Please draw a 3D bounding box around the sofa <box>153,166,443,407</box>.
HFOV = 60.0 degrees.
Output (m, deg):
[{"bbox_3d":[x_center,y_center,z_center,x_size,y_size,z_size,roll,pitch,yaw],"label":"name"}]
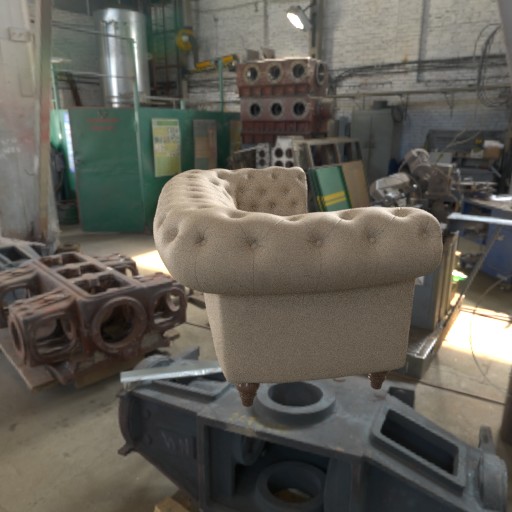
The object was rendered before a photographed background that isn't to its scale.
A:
[{"bbox_3d":[0.000,0.000,2.495,1.069,0.835,1.988,-3,17,-9],"label":"sofa"}]
